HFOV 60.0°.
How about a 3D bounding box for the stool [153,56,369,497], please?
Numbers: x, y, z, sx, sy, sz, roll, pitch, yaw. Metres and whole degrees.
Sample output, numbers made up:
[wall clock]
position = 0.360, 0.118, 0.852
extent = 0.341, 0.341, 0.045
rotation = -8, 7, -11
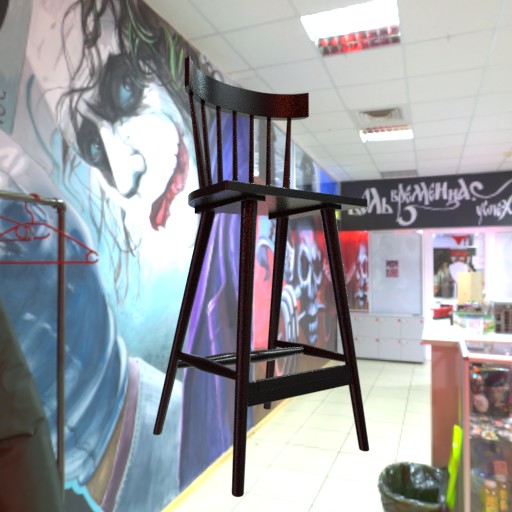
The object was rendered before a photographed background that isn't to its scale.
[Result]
[stool]
position = 0.000, 0.000, 1.322
extent = 0.482, 1.092, 0.483
rotation = 1, -2, -35
